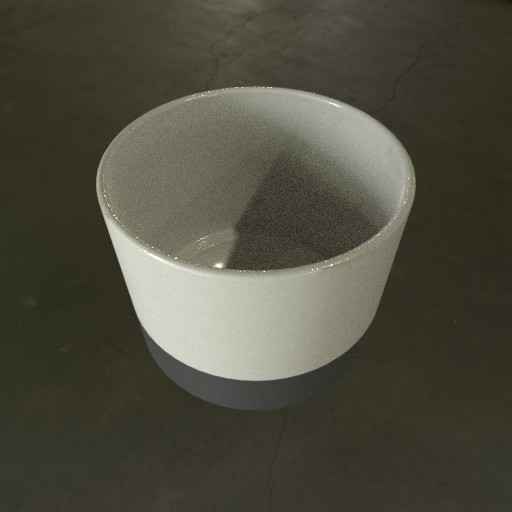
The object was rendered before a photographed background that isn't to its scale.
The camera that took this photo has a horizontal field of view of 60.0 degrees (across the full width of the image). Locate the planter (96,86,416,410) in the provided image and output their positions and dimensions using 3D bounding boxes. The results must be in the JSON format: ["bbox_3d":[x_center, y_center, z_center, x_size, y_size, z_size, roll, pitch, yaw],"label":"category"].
[{"bbox_3d":[0.000,0.000,0.339,0.193,0.177,0.193,0,47,0],"label":"planter"}]
